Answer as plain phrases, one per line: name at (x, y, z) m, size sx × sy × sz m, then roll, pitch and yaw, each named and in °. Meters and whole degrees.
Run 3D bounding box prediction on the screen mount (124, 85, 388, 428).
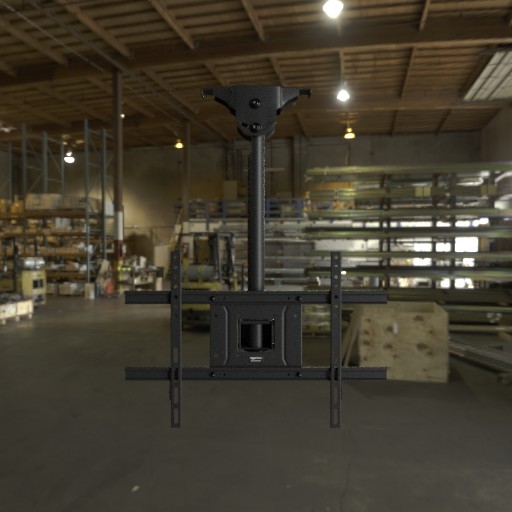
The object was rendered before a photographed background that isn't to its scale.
screen mount at (0.000, 0.000, 1.041) m, size 0.595 × 0.775 × 0.090 m, roll 0°, pitch 1°, yaw 0°
